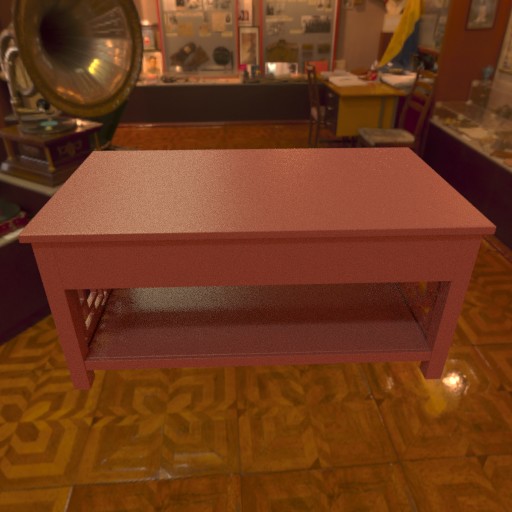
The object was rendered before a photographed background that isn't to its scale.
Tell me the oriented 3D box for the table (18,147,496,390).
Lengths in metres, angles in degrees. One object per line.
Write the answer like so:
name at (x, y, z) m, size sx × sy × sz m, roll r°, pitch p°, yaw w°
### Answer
table at (0.000, 0.000, 1.375) m, size 1.068 × 0.493 × 0.612 m, roll -1°, pitch 31°, yaw -2°
